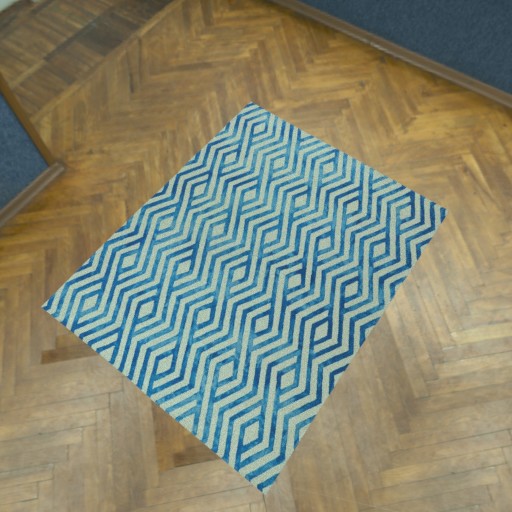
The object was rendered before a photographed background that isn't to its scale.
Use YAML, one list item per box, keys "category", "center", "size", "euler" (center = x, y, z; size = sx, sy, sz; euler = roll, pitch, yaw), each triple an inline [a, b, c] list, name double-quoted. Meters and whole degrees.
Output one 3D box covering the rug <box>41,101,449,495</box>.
- category: "rug"
  center: [0.000, 0.000, 4.122]
  size: [2.453, 0.008, 3.059]
  euler: [34, 68, 16]
